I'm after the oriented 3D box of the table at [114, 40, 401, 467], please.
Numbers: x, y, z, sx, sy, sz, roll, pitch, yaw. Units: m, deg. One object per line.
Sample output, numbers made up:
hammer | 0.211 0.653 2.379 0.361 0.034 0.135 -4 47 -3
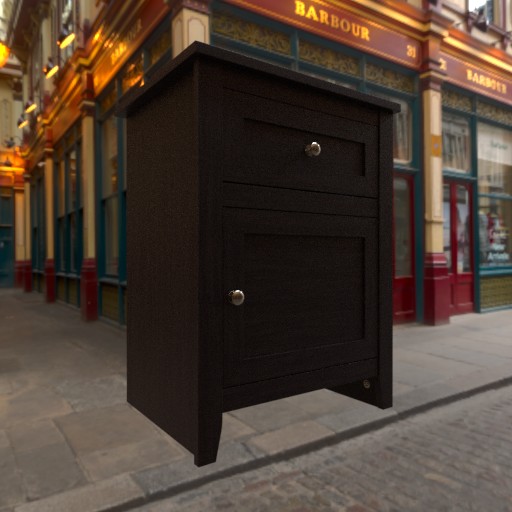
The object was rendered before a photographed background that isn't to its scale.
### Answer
table | 0.000 0.000 0.940 0.480 0.635 0.381 0 0 -35
